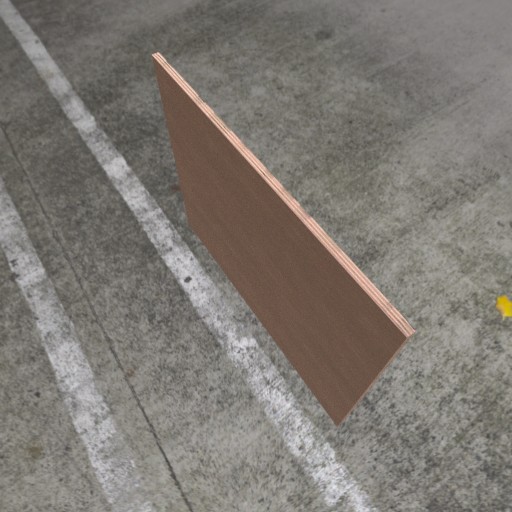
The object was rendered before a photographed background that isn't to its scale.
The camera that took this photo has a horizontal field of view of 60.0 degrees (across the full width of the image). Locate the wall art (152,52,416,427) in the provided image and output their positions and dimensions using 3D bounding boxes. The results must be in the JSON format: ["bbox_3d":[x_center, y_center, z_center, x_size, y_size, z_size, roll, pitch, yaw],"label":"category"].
[{"bbox_3d":[0.000,0.000,0.688,0.012,0.408,0.508,-30,63,-17],"label":"wall art"}]
